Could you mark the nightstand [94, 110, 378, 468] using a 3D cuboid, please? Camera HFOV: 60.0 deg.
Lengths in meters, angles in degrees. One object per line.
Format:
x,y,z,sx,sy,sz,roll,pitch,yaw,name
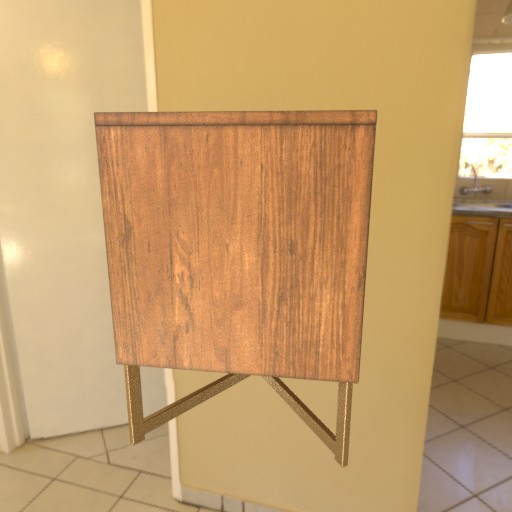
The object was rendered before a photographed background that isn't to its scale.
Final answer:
0.000,0.000,1.032,0.446,0.610,0.610,2,15,8,nightstand
